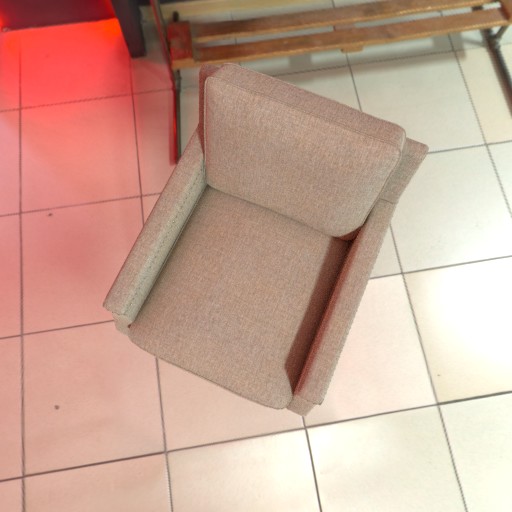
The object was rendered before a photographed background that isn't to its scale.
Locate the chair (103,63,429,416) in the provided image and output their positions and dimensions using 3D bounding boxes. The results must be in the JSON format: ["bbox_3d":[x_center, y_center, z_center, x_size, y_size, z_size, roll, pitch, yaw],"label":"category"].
[{"bbox_3d":[0.000,0.000,1.729,0.853,0.943,1.014,23,75,6],"label":"chair"}]
